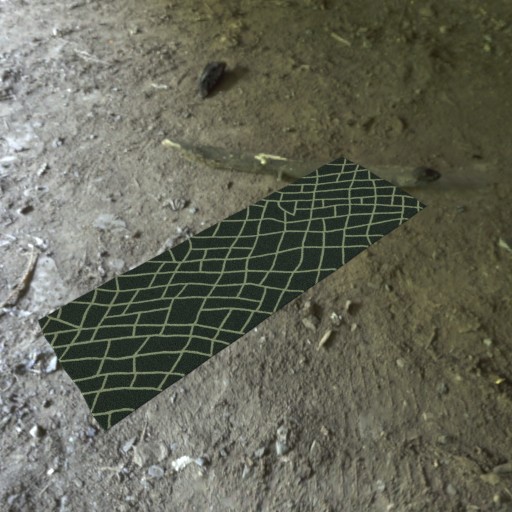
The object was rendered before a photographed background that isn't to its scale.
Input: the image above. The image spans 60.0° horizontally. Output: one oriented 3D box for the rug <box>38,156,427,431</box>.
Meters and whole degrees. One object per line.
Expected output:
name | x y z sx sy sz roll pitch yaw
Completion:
rug | 0.000 0.000 2.751 2.476 0.010 0.807 -31 54 -26
